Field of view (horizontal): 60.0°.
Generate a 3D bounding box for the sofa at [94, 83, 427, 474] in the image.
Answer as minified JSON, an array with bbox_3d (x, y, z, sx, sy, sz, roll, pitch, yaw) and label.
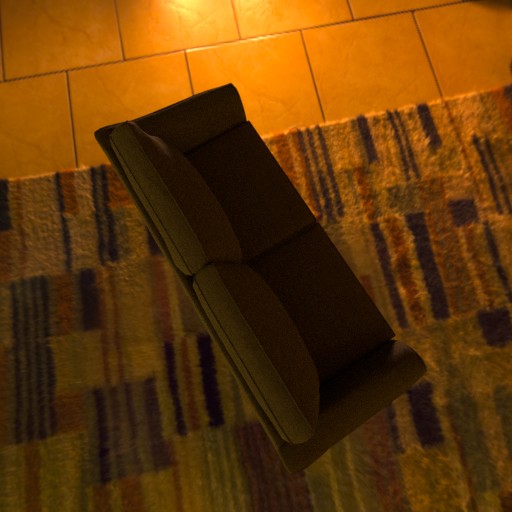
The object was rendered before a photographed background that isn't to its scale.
[{"bbox_3d":[0.000,0.000,2.771,0.971,0.950,2.270,-31,77,-8],"label":"sofa"}]
